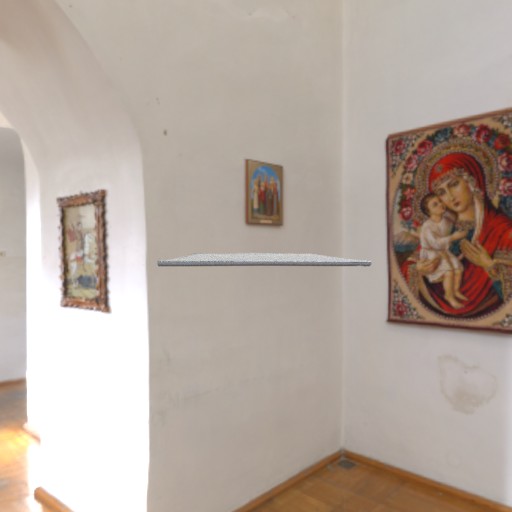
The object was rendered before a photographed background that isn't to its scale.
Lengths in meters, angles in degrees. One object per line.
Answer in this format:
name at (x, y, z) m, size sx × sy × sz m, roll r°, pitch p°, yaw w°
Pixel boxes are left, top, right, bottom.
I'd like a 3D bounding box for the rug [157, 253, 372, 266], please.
rug at (0.000, 0.000, 2.551) m, size 0.675 × 0.037 × 2.341 m, roll 0°, pitch 1°, yaw -1°
